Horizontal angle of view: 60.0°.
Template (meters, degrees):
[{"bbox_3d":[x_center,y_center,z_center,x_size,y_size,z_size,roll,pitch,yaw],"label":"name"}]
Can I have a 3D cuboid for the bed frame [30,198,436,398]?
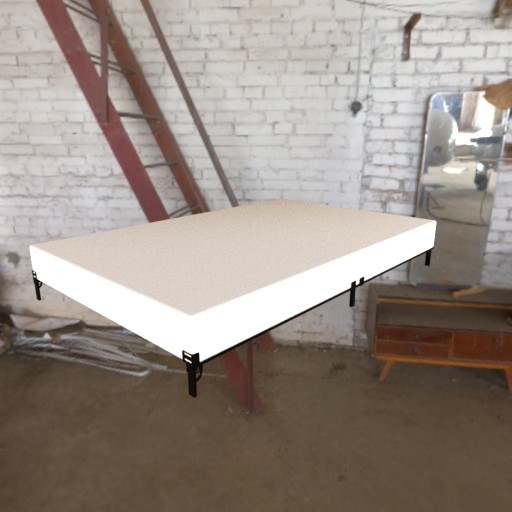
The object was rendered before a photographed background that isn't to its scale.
[{"bbox_3d":[0.000,0.000,3.828,1.930,0.440,2.987,15,22,41],"label":"bed frame"}]
